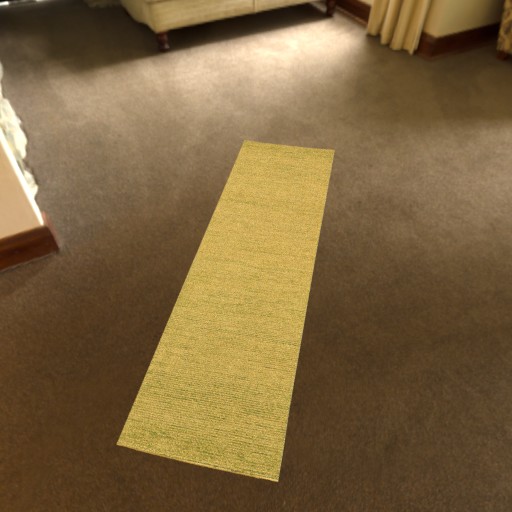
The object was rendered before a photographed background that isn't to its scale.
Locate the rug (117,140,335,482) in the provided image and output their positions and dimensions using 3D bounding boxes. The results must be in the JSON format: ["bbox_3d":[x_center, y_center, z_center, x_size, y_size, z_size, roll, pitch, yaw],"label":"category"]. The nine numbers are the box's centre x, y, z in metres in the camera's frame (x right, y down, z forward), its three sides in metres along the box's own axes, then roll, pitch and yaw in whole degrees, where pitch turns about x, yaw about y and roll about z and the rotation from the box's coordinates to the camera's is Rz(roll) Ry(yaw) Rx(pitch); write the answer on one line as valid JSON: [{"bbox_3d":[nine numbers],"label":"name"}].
[{"bbox_3d":[0.000,0.000,2.567,0.686,0.013,2.340,9,48,8],"label":"rug"}]
